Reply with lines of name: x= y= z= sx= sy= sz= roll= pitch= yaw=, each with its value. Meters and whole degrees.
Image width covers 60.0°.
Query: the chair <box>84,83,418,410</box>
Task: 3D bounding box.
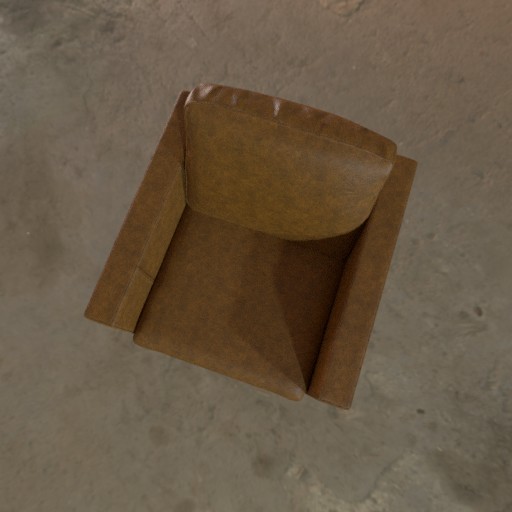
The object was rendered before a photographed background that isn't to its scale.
chair: x=0.000 y=0.000 z=1.670 sx=0.890 sy=0.956 sz=0.909 roll=18 pitch=77 yaw=5
